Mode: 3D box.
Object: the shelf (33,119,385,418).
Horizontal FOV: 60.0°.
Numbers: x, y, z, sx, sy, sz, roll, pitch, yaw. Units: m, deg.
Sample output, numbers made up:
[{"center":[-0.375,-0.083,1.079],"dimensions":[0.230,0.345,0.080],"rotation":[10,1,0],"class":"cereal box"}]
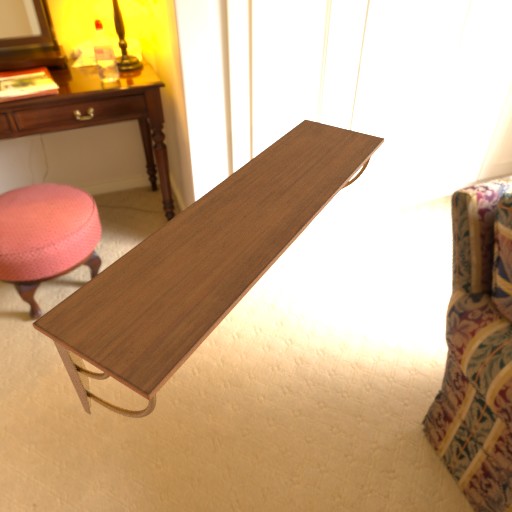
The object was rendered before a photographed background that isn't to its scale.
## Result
[{"center":[0.000,0.000,0.706],"dimensions":[0.166,0.190,0.636],"rotation":[22,45,24],"class":"shelf"}]
